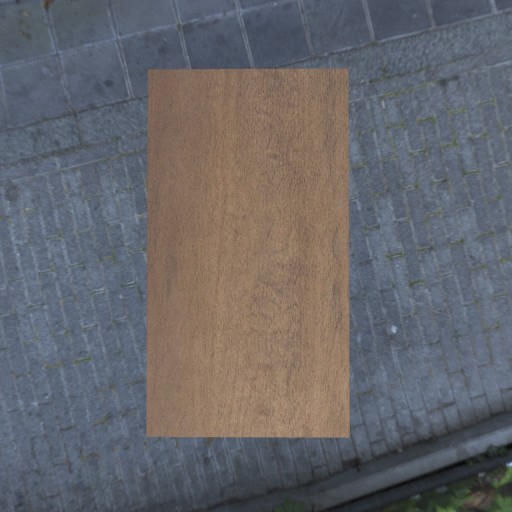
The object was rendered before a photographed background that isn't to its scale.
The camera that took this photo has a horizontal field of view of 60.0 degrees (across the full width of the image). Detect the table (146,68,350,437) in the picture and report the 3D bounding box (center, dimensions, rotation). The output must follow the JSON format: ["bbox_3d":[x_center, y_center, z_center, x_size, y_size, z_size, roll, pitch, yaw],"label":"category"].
[{"bbox_3d":[0.000,0.000,1.730,0.524,1.294,0.901,0,89,1],"label":"table"}]
